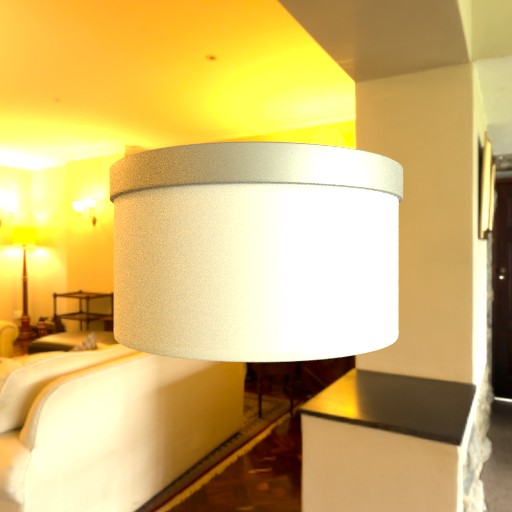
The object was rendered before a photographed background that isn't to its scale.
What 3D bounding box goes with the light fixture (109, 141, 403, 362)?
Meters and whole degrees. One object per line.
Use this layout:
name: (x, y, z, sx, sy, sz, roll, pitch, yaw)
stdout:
light fixture: (0.000, 0.000, 0.625, 0.393, 0.229, 0.393, 0, 0, 0)
